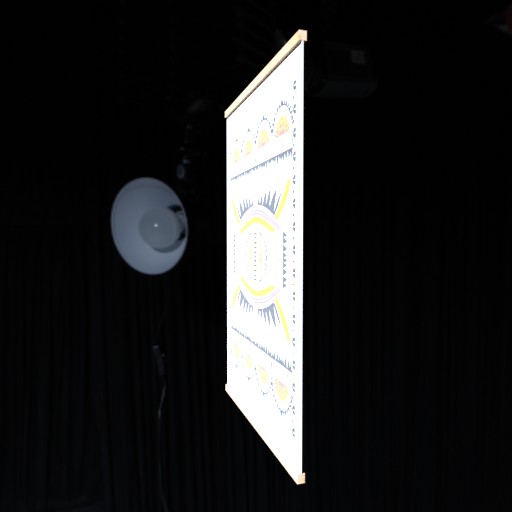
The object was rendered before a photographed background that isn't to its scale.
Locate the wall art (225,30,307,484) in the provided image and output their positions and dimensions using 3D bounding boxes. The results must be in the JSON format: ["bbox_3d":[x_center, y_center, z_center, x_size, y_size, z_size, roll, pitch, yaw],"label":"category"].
[{"bbox_3d":[0.000,0.000,1.972,0.028,1.533,0.999,-1,2,-18],"label":"wall art"}]
